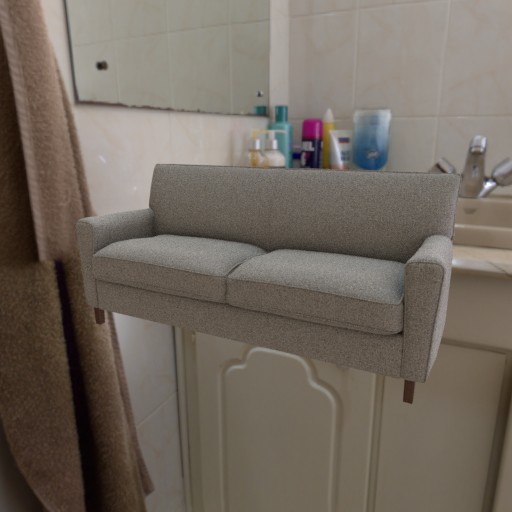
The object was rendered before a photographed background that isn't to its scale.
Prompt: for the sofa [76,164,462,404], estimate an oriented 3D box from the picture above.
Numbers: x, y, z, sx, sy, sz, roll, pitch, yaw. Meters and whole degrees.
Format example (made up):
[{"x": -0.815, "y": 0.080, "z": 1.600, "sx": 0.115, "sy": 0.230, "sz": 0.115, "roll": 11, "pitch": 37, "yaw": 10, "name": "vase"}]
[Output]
[{"x": 0.000, "y": 0.000, "z": 2.509, "sx": 2.026, "sy": 0.942, "sz": 0.854, "roll": 8, "pitch": 17, "yaw": 26, "name": "sofa"}]
